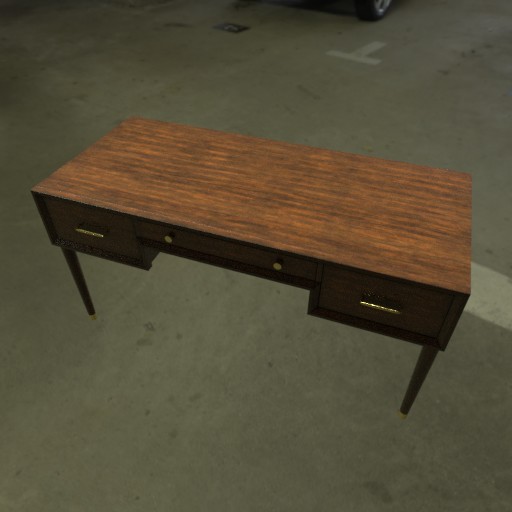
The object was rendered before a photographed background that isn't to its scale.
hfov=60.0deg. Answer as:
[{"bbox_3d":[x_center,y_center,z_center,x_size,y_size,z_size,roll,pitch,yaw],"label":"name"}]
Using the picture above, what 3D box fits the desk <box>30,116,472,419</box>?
[{"bbox_3d":[0.000,0.000,1.976,1.575,0.762,0.724,14,43,15],"label":"desk"}]
